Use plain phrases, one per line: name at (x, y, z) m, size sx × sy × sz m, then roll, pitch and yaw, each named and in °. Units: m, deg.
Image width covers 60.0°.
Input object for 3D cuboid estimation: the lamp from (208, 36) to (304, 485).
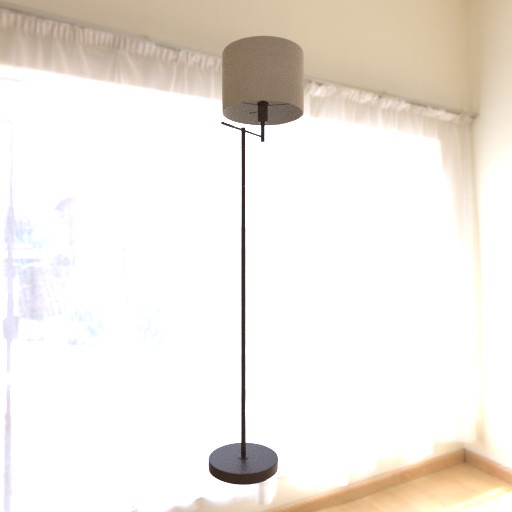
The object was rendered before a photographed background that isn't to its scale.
lamp at (0.000, 0.000, 1.736) m, size 0.324 × 1.600 × 0.416 m, roll 0°, pitch 1°, yaw 37°
